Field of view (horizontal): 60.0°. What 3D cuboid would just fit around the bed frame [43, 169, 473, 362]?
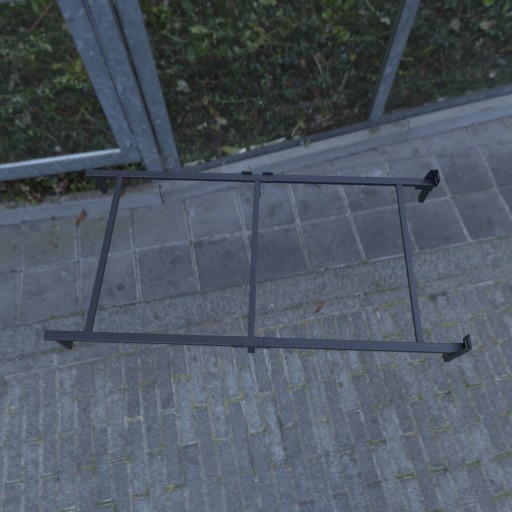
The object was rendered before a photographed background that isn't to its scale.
[{"bbox_3d":[0.000,0.000,2.249,1.897,0.248,0.968,2,63,1],"label":"bed frame"}]
